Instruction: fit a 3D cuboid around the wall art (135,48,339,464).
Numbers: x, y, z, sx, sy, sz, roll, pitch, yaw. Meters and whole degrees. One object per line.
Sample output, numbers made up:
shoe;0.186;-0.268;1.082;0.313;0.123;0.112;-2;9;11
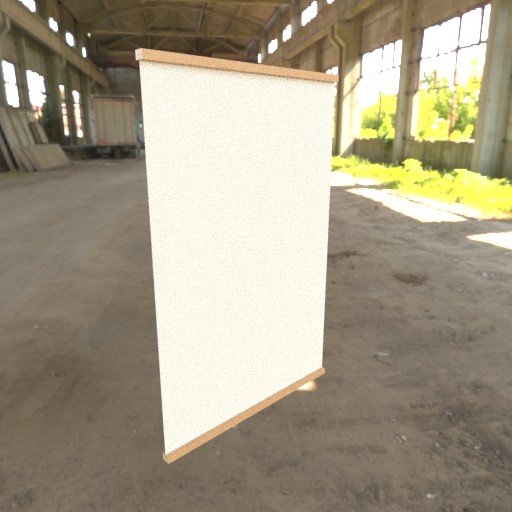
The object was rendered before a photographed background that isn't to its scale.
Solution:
wall art;0.000;0.000;1.277;0.669;1.020;0.027;-15;21;-41
